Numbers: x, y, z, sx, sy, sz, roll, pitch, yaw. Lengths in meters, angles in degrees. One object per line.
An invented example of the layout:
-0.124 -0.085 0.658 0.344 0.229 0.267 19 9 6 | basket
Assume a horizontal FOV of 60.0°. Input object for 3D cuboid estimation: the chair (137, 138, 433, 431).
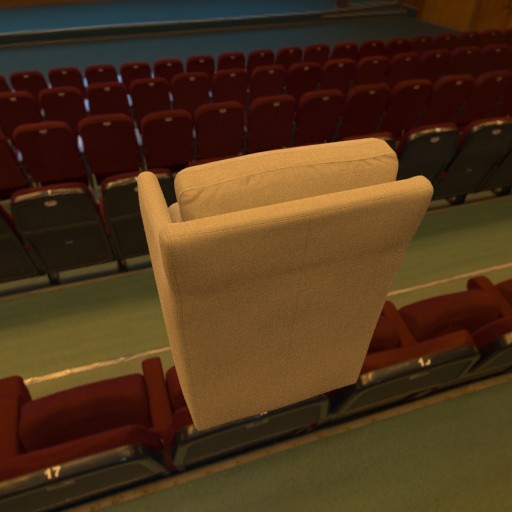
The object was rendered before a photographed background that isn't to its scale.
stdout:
0.000 0.000 1.376 0.626 0.914 0.694 -12 43 -14 | chair
